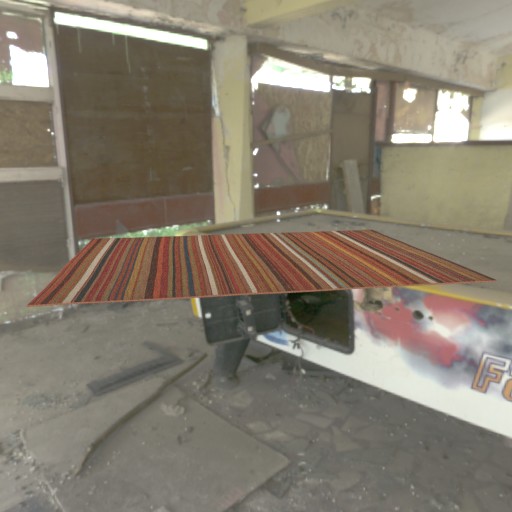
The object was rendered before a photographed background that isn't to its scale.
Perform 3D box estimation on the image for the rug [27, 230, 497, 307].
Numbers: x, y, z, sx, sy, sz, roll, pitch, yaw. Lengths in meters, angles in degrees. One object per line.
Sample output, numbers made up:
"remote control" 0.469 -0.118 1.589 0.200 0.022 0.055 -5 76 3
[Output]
"rug" 0.000 0.000 2.273 1.828 0.007 1.217 -2 14 -9
